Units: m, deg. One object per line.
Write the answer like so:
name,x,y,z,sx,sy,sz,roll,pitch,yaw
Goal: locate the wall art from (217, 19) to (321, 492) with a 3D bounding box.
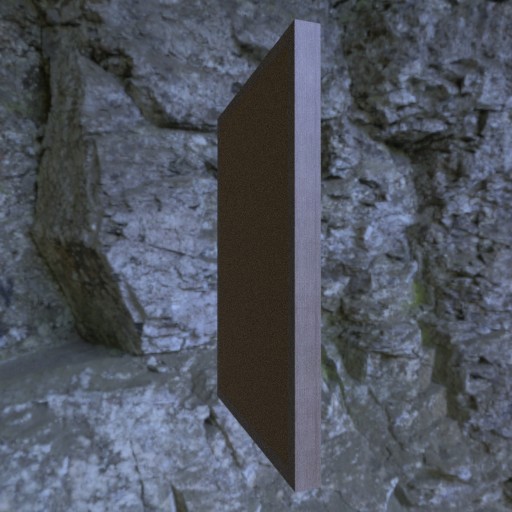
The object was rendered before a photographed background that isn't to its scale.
wall art,0.000,0.000,0.649,0.031,0.509,0.356,0,-1,-18
